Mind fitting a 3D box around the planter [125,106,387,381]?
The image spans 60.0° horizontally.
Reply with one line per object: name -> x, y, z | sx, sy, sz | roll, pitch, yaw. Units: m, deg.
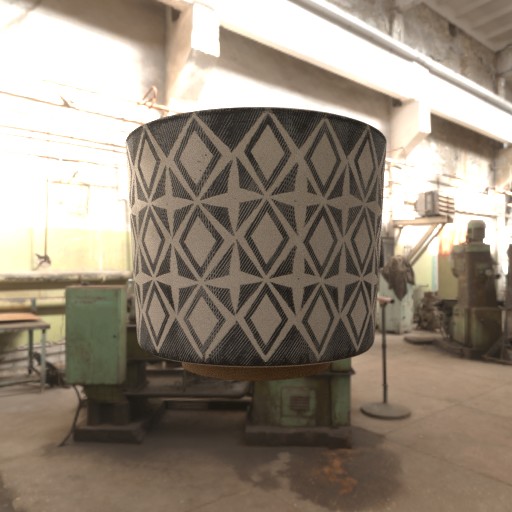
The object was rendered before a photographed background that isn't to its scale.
planter -> 0.000, 0.000, 0.458 | 0.260, 0.220, 0.260 | 0, -1, 0
